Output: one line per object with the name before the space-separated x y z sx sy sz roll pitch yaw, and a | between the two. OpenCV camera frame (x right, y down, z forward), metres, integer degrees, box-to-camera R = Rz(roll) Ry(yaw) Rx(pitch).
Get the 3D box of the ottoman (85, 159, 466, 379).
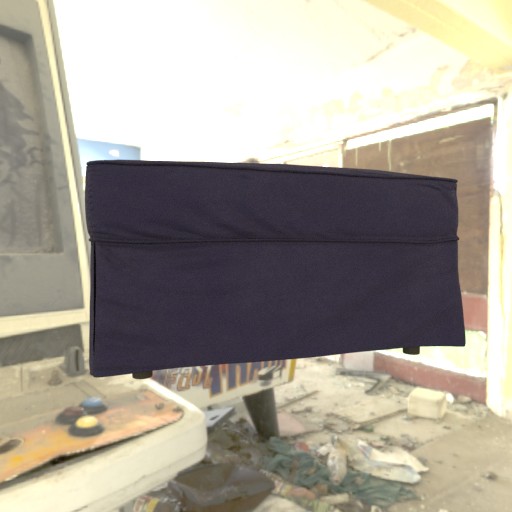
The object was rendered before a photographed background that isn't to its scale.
ottoman | 0.000 0.000 1.292 0.938 0.503 0.637 -1 2 -17
